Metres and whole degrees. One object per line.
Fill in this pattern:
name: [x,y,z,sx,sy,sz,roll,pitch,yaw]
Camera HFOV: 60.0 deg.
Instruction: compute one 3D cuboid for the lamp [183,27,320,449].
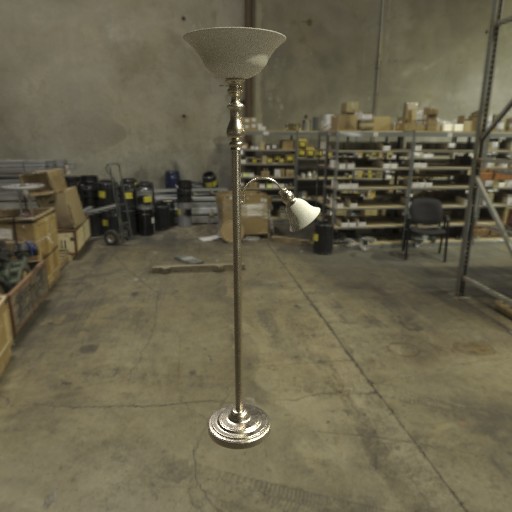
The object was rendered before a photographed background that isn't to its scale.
lamp: [0.000,0.000,2.000,0.575,1.785,0.405,-2,16,-9]
